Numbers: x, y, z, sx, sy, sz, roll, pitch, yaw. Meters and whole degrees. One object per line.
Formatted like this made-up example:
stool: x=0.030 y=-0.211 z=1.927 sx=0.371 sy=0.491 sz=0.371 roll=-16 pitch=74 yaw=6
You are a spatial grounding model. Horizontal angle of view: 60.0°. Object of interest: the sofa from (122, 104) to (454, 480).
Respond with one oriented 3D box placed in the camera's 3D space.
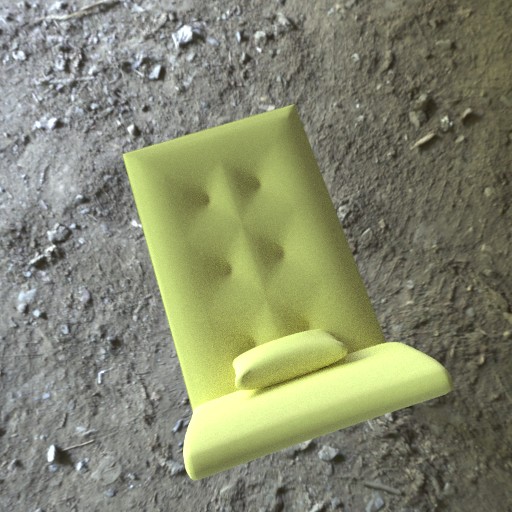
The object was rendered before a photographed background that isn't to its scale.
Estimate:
sofa: x=0.000 y=0.000 z=1.940 sx=0.930 sy=0.820 sz=1.450 roll=-17 pitch=77 yaw=-4
